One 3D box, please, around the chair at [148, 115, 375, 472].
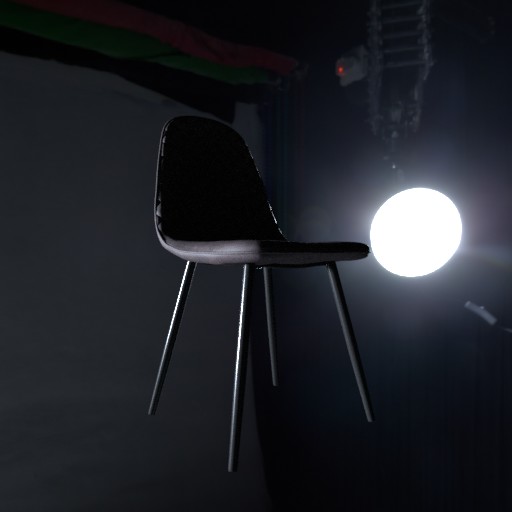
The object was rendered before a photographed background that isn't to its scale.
[{"bbox_3d":[0.000,0.000,1.226,0.472,0.889,0.561,-1,1,-37],"label":"chair"}]
